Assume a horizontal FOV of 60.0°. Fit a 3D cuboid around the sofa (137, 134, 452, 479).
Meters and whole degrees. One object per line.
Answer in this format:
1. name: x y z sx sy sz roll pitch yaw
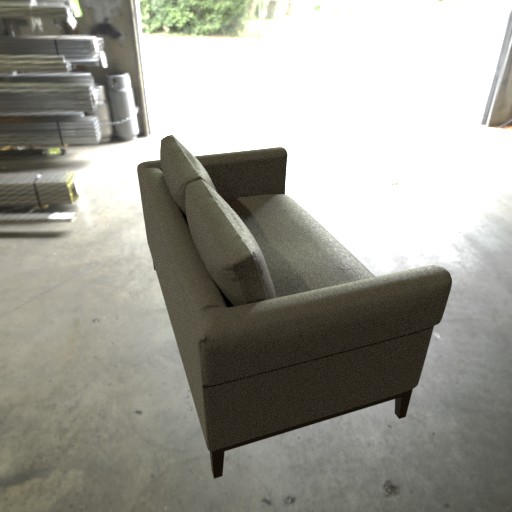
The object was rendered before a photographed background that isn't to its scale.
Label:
1. sofa: 0.000 0.000 2.142 0.899 0.873 1.598 -10 32 -17
